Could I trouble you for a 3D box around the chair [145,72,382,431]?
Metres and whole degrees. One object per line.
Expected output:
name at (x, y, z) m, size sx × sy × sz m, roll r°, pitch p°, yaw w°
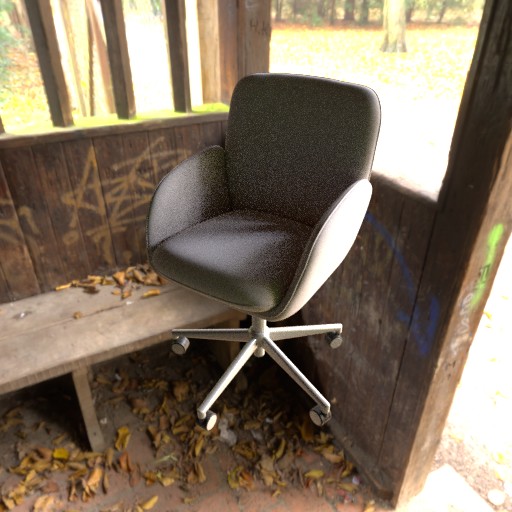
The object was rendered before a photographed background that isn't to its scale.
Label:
chair at (0.000, 0.000, 1.356) m, size 0.648 × 0.959 × 0.633 m, roll 19°, pitch 36°, yaw 28°
